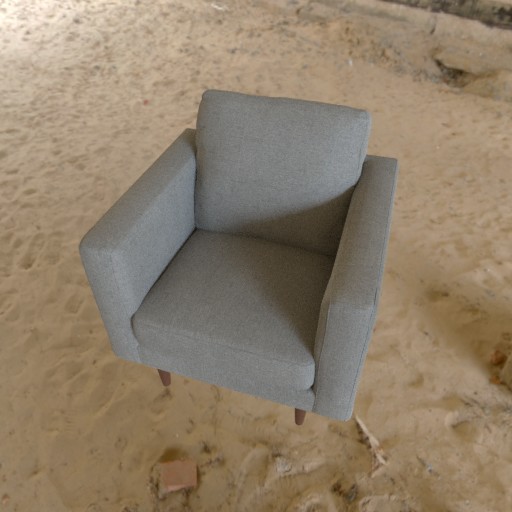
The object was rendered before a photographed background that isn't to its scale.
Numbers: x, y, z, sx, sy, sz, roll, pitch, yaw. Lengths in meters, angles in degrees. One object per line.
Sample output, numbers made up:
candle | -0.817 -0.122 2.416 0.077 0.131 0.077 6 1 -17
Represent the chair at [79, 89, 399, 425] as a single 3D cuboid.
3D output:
chair | 0.000 0.000 1.568 0.855 0.927 0.800 12 43 13
